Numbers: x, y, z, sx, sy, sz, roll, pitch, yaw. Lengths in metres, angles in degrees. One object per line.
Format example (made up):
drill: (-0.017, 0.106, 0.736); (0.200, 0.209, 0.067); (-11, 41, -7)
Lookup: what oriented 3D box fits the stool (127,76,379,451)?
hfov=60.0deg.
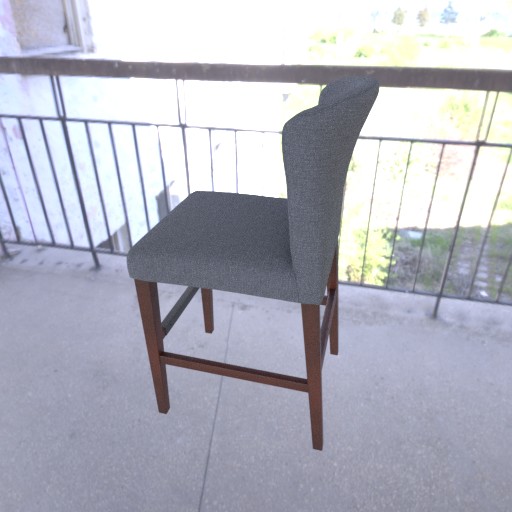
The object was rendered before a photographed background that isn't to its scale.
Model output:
stool: (0.000, 0.000, 1.276); (0.568, 0.968, 0.479); (8, 30, 13)
